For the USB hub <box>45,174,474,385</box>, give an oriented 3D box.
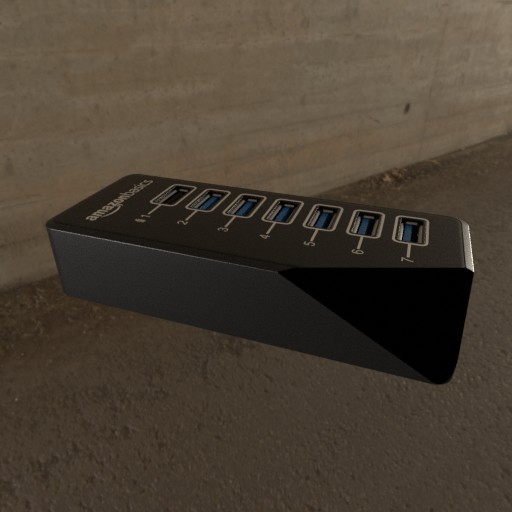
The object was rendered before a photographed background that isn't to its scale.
[{"bbox_3d":[0.000,0.000,0.127,0.110,0.023,0.044,10,32,17],"label":"USB hub"}]
